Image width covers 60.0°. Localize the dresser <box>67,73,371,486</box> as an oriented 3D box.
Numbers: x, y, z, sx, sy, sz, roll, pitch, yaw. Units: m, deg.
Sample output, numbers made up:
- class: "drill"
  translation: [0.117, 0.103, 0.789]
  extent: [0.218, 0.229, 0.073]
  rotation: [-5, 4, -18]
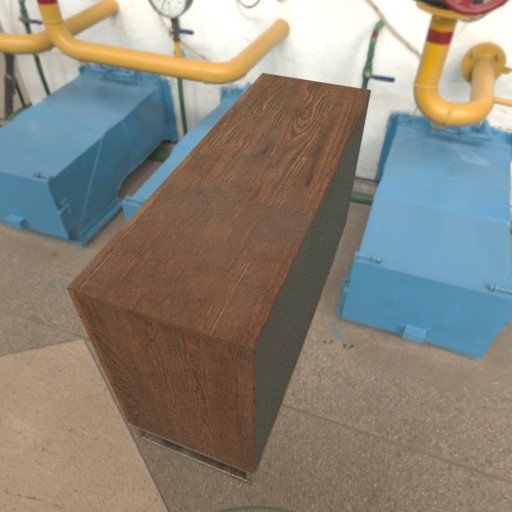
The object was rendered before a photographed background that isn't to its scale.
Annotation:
- class: "dresser"
  translation: [0.000, 0.000, 2.148]
  extent: [0.623, 1.061, 1.646]
  rotation: [15, 47, 15]
